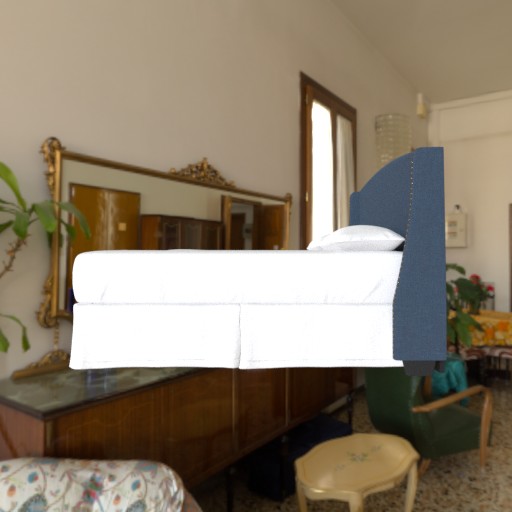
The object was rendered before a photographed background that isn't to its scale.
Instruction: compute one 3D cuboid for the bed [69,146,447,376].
[{"bbox_3d":[0.000,0.000,3.399,2.237,1.407,1.710,0,-1,0],"label":"bed"}]
